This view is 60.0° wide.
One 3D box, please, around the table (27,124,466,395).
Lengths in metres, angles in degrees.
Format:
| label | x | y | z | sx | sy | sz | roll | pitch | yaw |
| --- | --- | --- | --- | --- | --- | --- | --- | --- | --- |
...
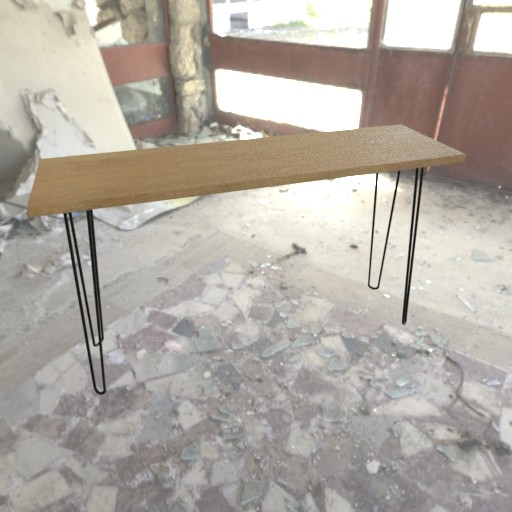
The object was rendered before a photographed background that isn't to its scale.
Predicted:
| label | x | y | z | sx | sy | sz | roll | pitch | yaw |
| --- | --- | --- | --- | --- | --- | --- | --- | --- | --- |
| table | 0.000 | 0.000 | 1.723 | 1.400 | 0.799 | 0.399 | -10 | 33 | -15 |
